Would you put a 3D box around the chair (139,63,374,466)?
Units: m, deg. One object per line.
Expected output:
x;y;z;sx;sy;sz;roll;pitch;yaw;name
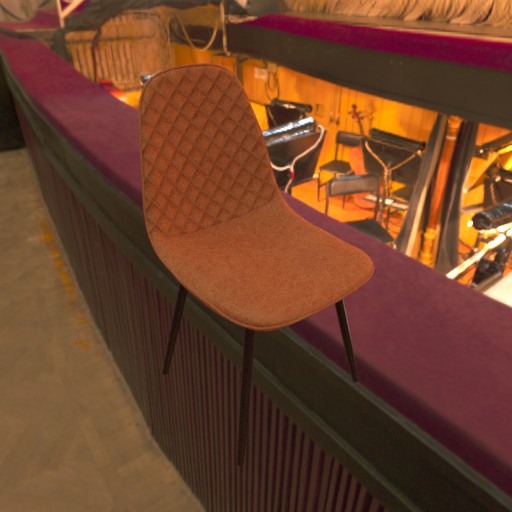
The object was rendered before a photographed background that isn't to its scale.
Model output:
0.000;0.000;1.186;0.472;0.889;0.561;-23;39;-32;chair
